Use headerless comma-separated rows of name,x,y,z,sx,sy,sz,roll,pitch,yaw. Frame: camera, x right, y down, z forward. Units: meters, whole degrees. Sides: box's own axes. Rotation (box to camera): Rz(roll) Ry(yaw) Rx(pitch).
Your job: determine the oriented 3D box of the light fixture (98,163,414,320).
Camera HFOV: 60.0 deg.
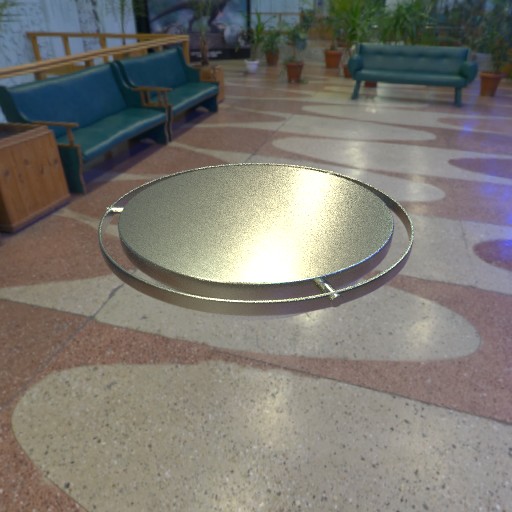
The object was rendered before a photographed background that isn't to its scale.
light fixture,0.000,0.000,0.559,0.361,0.130,0.361,0,30,0
